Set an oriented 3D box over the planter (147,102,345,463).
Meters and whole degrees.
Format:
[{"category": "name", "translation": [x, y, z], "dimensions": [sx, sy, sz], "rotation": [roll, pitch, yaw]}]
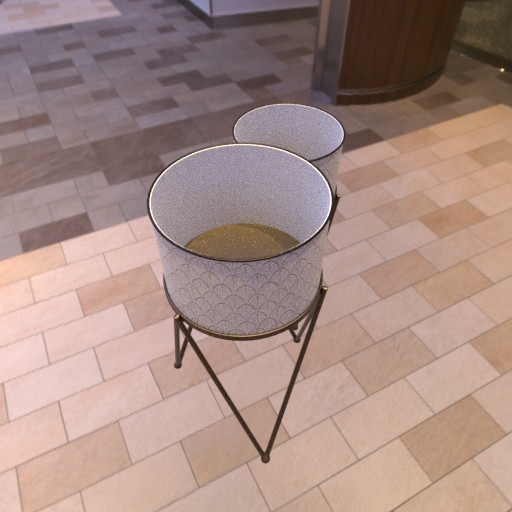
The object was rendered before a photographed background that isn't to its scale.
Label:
[{"category": "planter", "translation": [0.000, 0.000, 1.176], "dimensions": [0.413, 0.712, 0.769], "rotation": [12, 48, 11]}]
